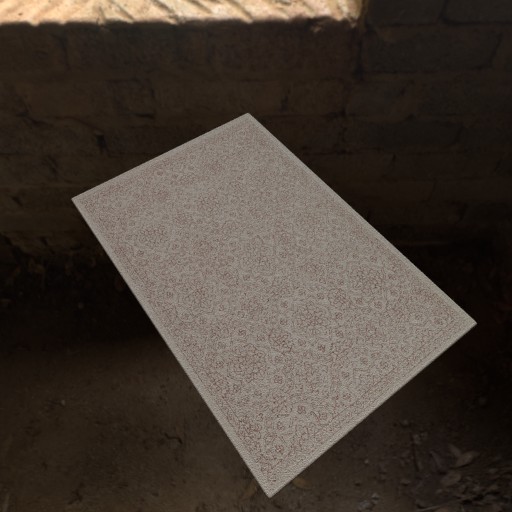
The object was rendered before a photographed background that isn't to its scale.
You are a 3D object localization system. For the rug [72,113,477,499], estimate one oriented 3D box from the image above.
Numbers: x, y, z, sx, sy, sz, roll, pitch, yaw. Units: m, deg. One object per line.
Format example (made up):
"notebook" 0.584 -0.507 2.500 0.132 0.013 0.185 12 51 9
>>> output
"rug" 0.000 0.000 2.268 1.219 0.010 1.829 -32 63 -19
